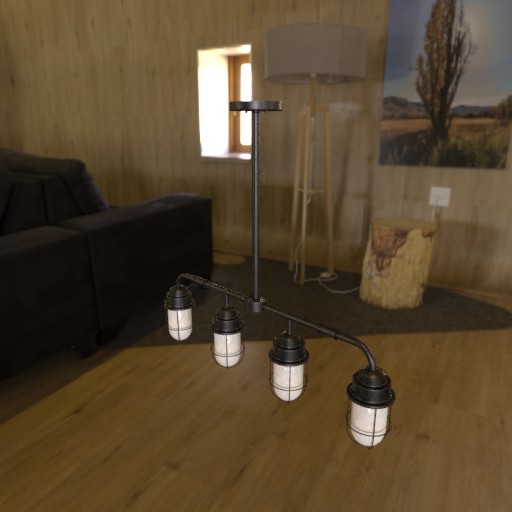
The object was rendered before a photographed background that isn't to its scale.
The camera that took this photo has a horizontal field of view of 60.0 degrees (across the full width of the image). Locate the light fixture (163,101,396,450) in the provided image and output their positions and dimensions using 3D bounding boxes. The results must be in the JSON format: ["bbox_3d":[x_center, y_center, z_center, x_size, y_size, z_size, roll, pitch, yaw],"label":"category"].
[{"bbox_3d":[0.000,0.000,1.195,0.852,0.785,0.131,16,23,43],"label":"light fixture"}]
